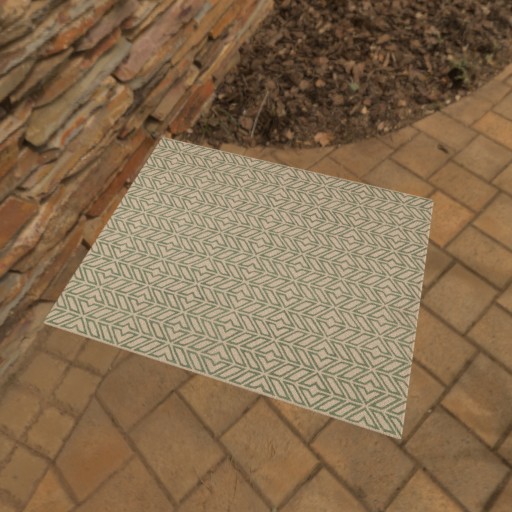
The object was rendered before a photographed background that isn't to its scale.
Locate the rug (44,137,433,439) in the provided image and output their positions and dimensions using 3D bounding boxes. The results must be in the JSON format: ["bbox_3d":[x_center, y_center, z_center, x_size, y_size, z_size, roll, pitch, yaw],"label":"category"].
[{"bbox_3d":[0.000,0.000,4.178,3.050,0.017,2.441,15,58,10],"label":"rug"}]
